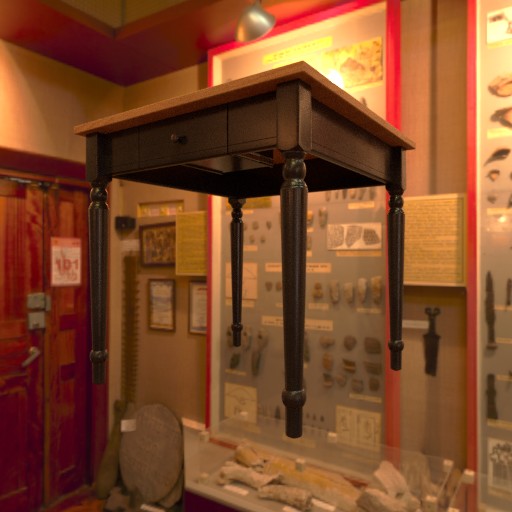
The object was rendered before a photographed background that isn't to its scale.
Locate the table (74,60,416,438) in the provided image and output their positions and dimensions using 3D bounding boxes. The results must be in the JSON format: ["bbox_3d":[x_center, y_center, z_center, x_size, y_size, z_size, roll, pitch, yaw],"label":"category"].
[{"bbox_3d":[0.000,0.000,1.354,0.747,0.738,0.747,0,0,35],"label":"table"}]
